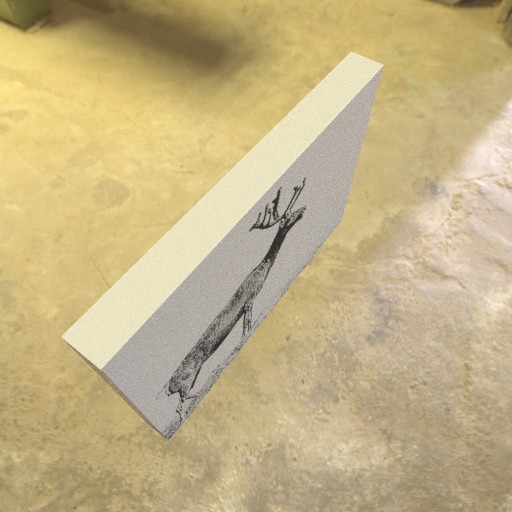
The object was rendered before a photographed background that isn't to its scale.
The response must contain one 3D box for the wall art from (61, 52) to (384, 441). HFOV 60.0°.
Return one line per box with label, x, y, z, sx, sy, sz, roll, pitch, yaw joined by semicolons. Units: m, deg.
wall art;0.000;0.000;0.474;0.038;0.259;0.381;32;63;18
